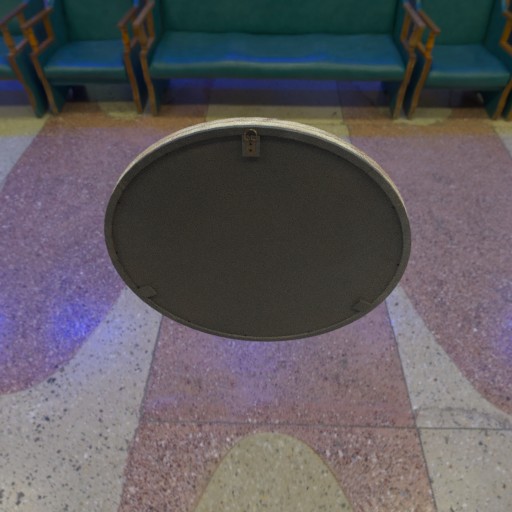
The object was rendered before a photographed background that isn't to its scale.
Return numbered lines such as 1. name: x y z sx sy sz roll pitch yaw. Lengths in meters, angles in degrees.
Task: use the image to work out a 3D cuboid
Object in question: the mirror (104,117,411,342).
1. mirror: 0.000 0.000 1.065 0.710 0.710 0.038 2 47 2
